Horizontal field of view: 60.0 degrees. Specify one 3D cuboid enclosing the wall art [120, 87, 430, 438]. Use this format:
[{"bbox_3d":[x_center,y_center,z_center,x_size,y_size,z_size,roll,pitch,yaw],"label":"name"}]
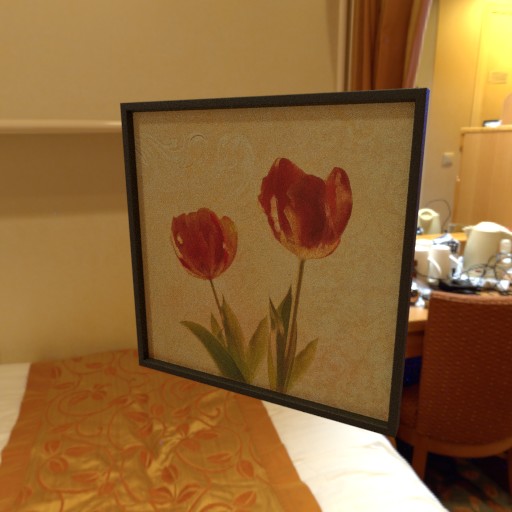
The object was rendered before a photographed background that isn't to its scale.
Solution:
[{"bbox_3d":[0.000,0.000,0.518,0.349,0.349,0.038,7,16,26],"label":"wall art"}]
